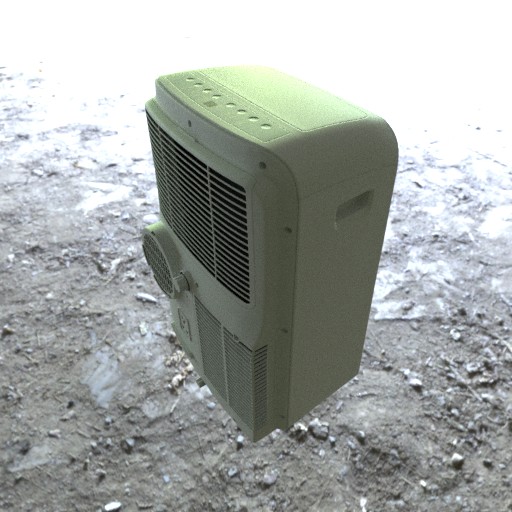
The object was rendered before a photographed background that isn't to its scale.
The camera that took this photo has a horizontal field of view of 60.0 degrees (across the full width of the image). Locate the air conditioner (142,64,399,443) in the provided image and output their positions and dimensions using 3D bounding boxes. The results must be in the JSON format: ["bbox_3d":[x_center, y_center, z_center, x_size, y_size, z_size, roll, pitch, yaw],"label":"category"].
[{"bbox_3d":[0.000,0.000,0.946,0.365,0.700,0.454,-24,46,-25],"label":"air conditioner"}]
